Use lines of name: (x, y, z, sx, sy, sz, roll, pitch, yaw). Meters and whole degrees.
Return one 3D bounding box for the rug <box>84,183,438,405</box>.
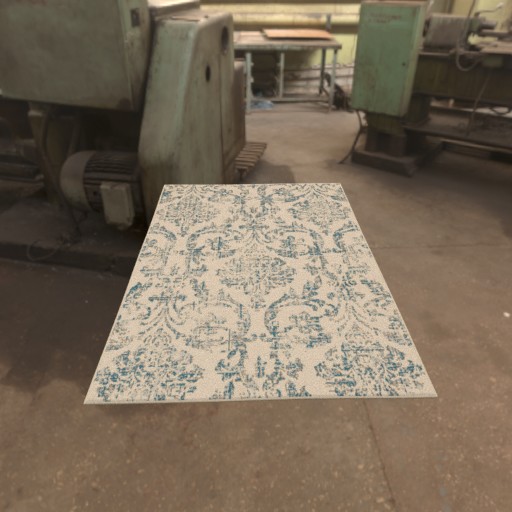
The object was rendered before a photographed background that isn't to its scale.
rug: (0.000, 0.000, 2.282, 1.213, 0.012, 1.831, -1, 33, -1)
